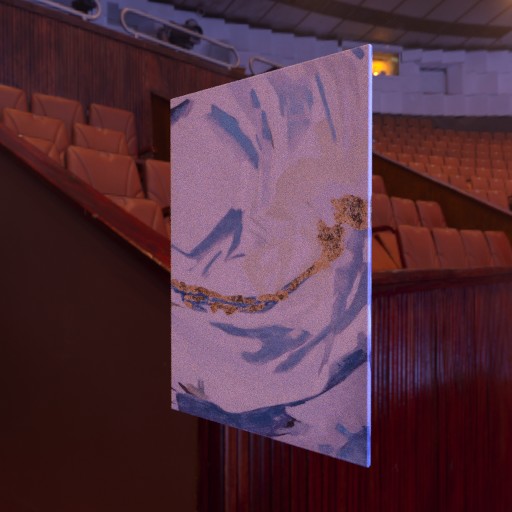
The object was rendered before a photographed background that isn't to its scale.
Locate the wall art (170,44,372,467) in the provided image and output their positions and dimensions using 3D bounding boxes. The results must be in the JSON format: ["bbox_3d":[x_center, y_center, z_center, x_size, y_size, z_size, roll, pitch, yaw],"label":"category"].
[{"bbox_3d":[0.000,0.000,1.136,0.610,0.914,0.016,1,1,36],"label":"wall art"}]
